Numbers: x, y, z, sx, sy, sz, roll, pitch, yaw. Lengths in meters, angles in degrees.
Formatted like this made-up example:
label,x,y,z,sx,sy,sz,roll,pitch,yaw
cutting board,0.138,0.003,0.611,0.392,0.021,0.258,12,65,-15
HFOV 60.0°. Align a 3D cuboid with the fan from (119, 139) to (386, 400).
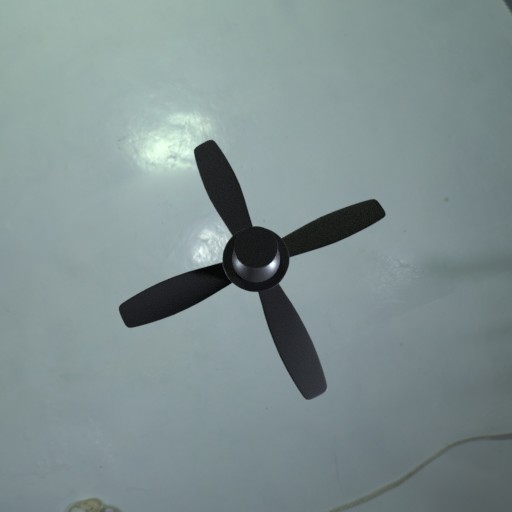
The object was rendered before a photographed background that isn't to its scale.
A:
label,x,y,z,sx,sy,sz,roll,pitch,yaw
fan,0.000,0.000,2.545,1.694,0.382,1.694,-23,77,-6
